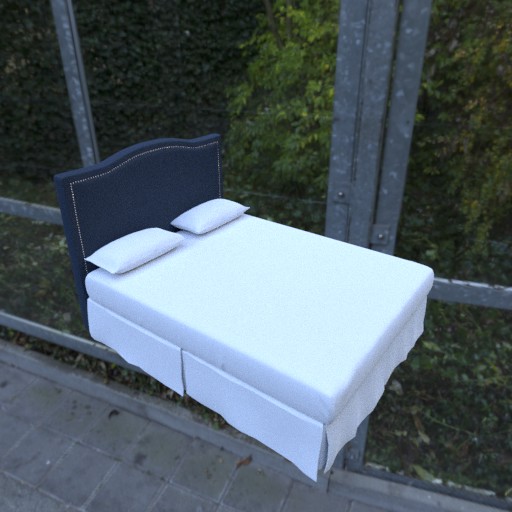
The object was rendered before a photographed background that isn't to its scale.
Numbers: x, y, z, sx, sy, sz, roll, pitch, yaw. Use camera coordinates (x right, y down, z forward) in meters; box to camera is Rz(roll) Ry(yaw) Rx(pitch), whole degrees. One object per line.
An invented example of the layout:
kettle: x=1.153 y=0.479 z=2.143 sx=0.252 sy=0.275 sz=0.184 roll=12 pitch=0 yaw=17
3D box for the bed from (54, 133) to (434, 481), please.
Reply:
bed: x=0.000 y=0.000 z=3.375 sx=2.282 sy=1.436 sz=1.821 roll=19 pitch=33 yaw=32
